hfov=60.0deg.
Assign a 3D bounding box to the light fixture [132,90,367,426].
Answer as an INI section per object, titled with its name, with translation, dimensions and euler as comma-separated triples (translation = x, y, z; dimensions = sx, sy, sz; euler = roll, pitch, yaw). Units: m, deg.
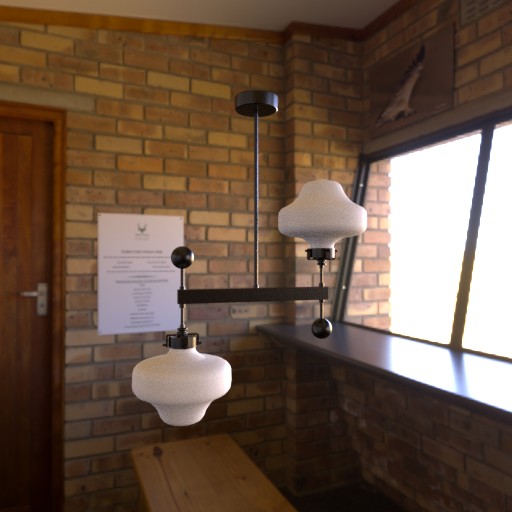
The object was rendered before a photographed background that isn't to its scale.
[light fixture]
translation = 0.000, 0.000, 1.038
dimensions = 0.422, 0.743, 0.489
euler = 0, -1, 34
